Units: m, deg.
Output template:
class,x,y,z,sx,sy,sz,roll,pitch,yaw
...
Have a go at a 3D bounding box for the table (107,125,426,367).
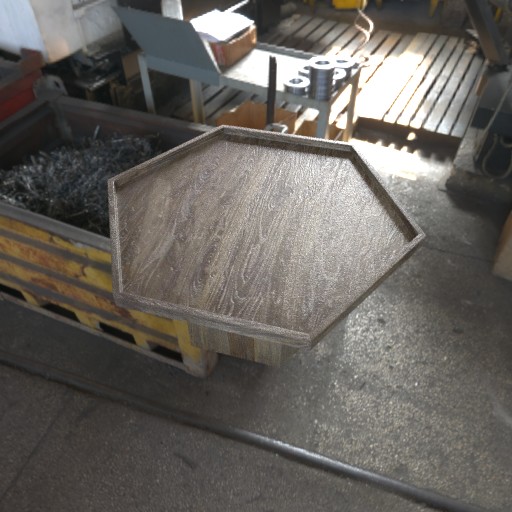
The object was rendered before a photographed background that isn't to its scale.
class,x,y,z,sx,sy,sz,roll,pitch,yaw
table,0.000,0.000,1.676,0.966,0.488,1.115,-11,47,-10
